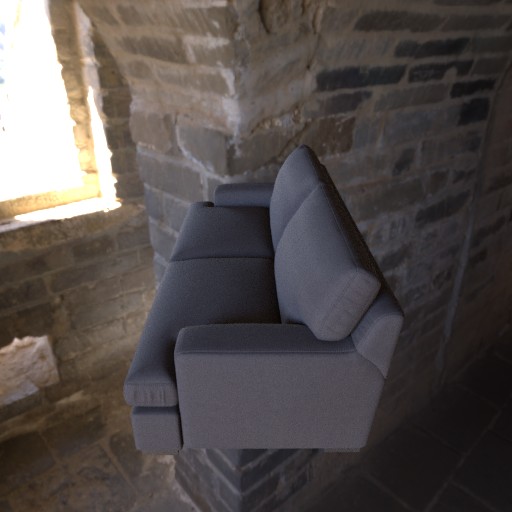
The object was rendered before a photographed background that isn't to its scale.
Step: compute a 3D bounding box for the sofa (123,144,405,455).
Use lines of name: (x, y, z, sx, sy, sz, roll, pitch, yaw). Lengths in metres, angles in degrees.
sofa: (0.000, 0.000, 2.782, 1.140, 0.950, 2.271, 0, 27, 0)
